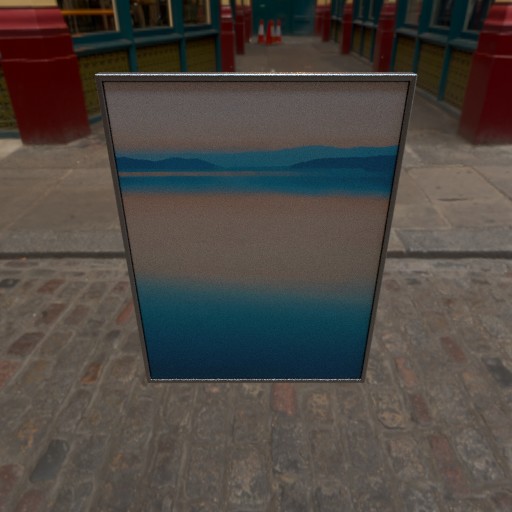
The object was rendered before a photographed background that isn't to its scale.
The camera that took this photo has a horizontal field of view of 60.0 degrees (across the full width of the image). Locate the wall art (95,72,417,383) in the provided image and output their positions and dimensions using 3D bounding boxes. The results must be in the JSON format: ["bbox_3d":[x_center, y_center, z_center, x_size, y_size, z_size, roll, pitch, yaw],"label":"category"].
[{"bbox_3d":[0.000,0.000,1.380,0.801,1.062,0.037,0,30,0],"label":"wall art"}]
